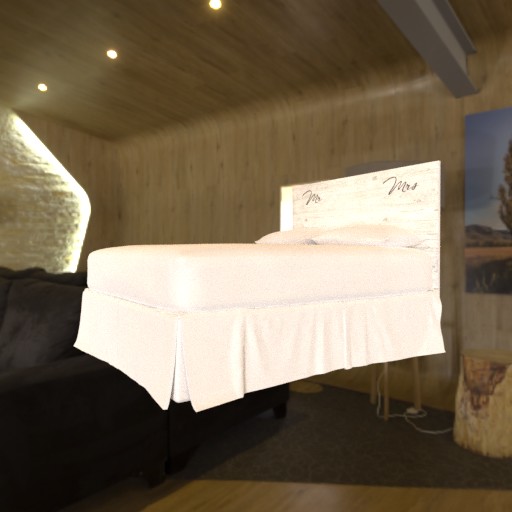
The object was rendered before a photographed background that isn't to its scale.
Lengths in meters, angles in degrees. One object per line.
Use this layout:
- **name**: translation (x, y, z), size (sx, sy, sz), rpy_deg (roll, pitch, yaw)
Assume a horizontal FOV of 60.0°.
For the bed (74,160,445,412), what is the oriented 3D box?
- **bed**: translation (0.000, 0.000, 3.143), size (2.094, 1.335, 1.745), rpy_deg (-1, 1, -35)
